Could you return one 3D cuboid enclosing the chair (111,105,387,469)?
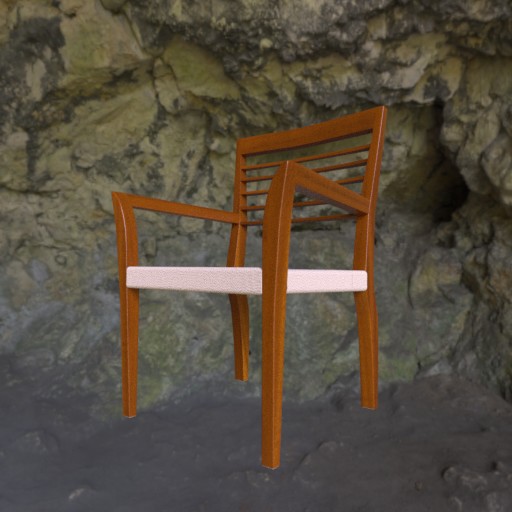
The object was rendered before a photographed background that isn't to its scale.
[{"bbox_3d":[0.000,0.000,1.238,0.587,0.855,0.540,-1,-1,39],"label":"chair"}]
